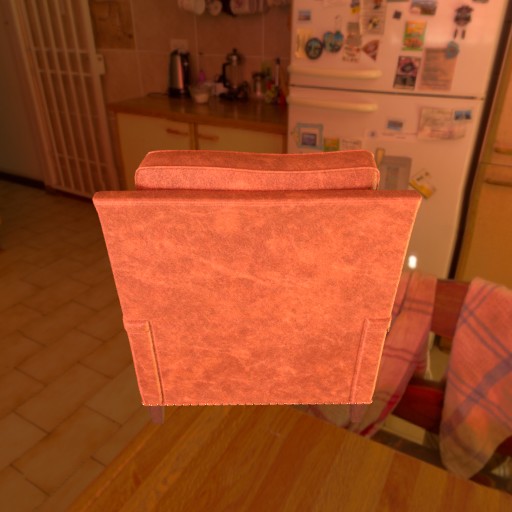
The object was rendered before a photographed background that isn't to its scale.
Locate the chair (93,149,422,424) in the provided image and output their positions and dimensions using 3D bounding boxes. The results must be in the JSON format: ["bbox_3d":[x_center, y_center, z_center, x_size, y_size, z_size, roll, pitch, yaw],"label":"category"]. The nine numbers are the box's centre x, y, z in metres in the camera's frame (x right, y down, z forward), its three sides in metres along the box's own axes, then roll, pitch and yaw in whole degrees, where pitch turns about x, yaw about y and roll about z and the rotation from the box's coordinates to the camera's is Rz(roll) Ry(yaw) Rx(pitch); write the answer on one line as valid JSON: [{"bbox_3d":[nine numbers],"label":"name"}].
[{"bbox_3d":[0.000,0.000,1.793,0.854,1.054,1.035,0,29,-1],"label":"chair"}]
